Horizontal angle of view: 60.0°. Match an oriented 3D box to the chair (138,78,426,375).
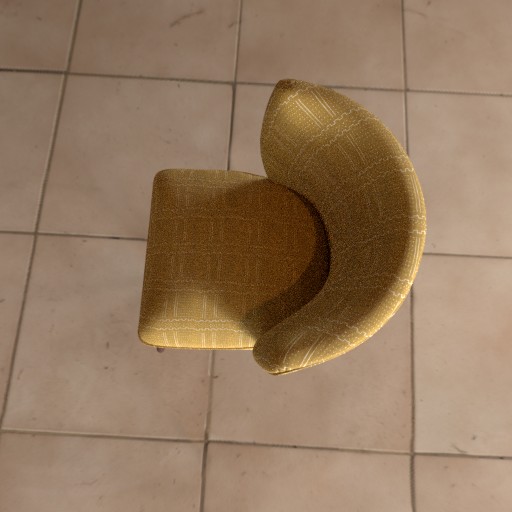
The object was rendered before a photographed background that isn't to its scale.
[{"bbox_3d":[0.000,0.000,1.389,0.758,0.866,0.706,2,76,0],"label":"chair"}]
